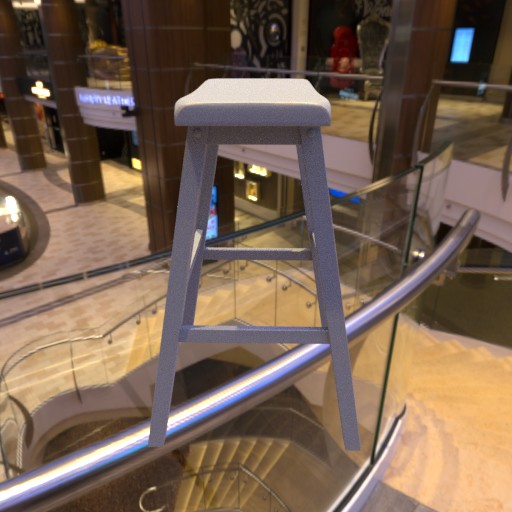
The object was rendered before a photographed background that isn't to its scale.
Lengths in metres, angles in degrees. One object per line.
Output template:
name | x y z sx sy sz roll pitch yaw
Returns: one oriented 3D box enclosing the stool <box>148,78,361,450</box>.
stool | 0.000 0.000 1.033 0.476 0.737 0.457 1 26 1
